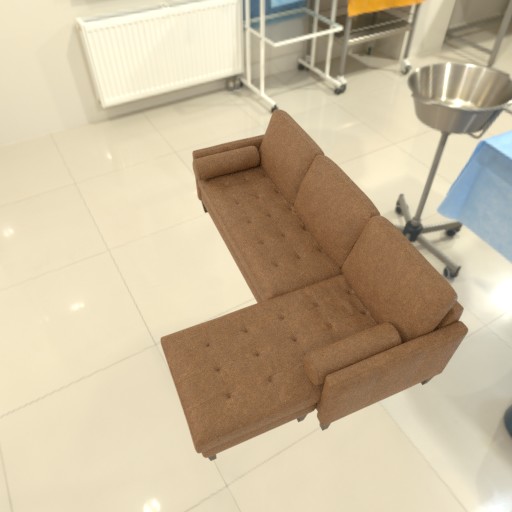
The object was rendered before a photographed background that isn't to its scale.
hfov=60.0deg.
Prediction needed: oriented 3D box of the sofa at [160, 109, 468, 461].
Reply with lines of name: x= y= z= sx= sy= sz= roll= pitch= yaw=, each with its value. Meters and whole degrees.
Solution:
sofa: x=0.000 y=0.000 z=2.914 sx=1.506 sy=0.876 sz=2.178 roll=-18 pitch=49 yaw=-16
